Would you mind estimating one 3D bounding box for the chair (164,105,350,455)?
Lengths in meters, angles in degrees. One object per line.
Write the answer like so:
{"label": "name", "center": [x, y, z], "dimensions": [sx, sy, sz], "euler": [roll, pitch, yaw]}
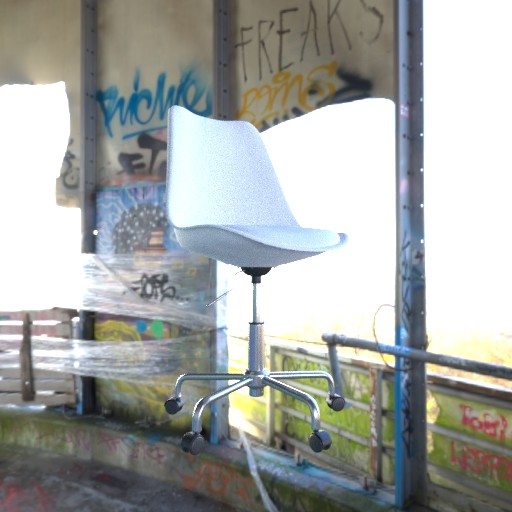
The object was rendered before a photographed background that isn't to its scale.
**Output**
{"label": "chair", "center": [0.000, 0.000, 1.257], "dimensions": [0.550, 0.930, 0.550], "euler": [1, -1, -37]}
